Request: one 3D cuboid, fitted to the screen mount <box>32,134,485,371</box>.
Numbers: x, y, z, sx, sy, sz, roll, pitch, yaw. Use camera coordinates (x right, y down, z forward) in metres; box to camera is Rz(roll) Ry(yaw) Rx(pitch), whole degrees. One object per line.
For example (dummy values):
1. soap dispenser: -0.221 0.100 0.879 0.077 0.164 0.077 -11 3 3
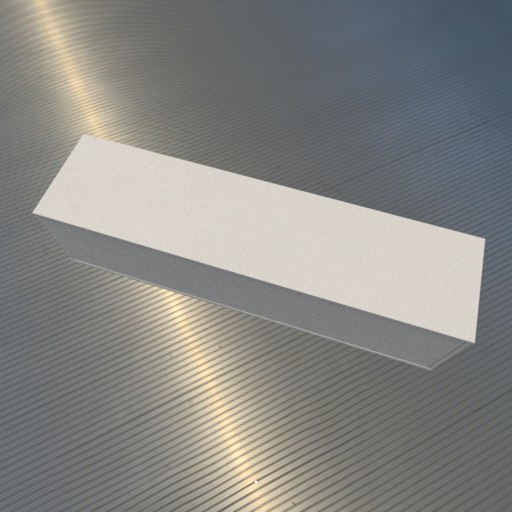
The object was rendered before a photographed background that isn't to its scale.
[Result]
1. screen mount: 0.000 0.000 1.846 1.600 0.520 0.418 16 64 8
